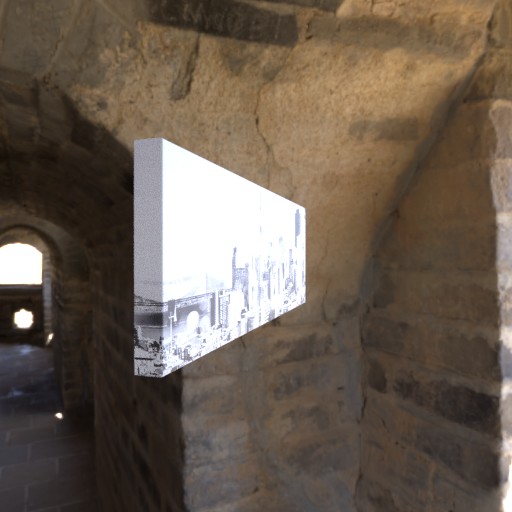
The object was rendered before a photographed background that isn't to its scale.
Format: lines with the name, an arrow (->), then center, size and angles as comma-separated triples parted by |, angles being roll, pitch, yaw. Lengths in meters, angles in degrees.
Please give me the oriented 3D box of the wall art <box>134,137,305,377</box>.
wall art -> 0.000, 0.000, 0.843 | 0.036, 0.256, 0.766 | 0, 0, 18
